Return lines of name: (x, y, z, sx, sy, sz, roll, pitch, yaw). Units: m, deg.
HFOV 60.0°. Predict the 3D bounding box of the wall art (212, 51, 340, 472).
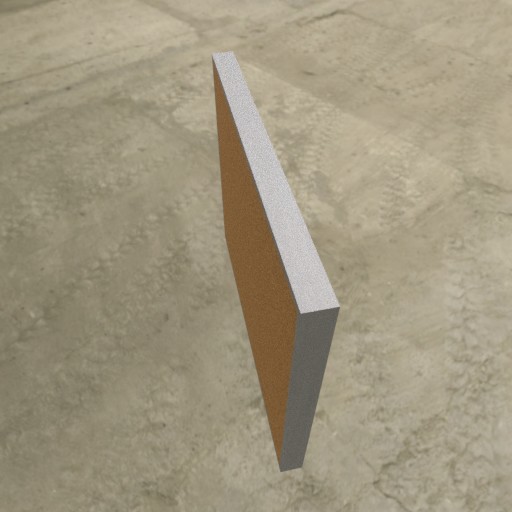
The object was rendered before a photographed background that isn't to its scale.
wall art: (0.000, 0.000, 0.750, 0.037, 0.450, 0.557, -9, 48, -8)
